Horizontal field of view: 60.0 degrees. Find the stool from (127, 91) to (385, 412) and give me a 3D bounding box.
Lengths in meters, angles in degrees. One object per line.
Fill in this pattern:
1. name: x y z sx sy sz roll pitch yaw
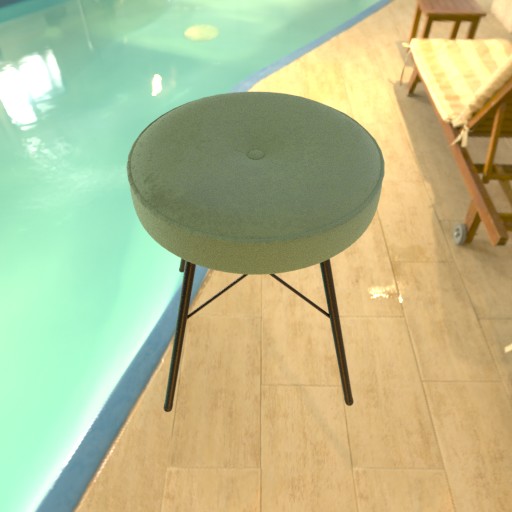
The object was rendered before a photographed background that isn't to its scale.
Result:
1. stool: 0.000 0.000 0.886 0.457 0.519 0.458 5 47 4
